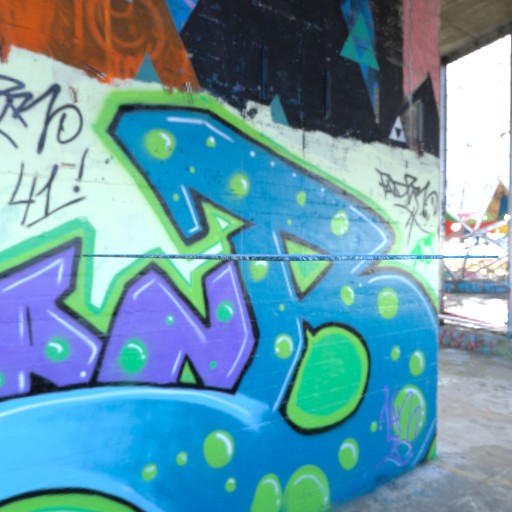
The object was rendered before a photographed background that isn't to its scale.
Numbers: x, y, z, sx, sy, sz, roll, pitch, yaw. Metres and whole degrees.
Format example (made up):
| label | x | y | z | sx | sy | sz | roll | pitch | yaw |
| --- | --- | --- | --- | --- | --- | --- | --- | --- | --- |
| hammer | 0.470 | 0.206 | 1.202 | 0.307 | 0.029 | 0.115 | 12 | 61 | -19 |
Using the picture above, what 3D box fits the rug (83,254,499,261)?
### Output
| label | x | y | z | sx | sy | sz | roll | pitch | yaw |
| --- | --- | --- | --- | --- | --- | --- | --- | --- | --- |
| rug | 0.000 | 0.000 | 2.793 | 1.490 | 0.015 | 2.277 | 0 | 1 | -37 |
